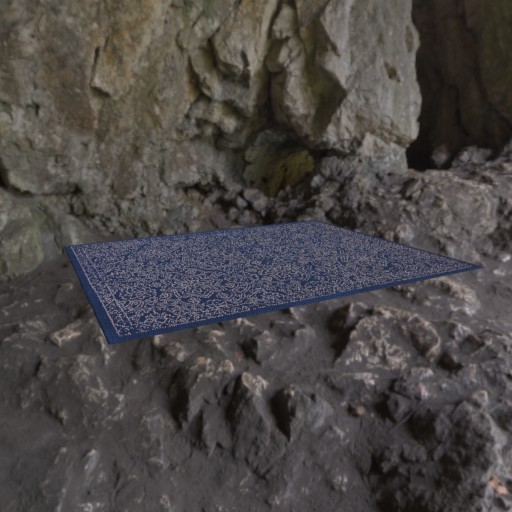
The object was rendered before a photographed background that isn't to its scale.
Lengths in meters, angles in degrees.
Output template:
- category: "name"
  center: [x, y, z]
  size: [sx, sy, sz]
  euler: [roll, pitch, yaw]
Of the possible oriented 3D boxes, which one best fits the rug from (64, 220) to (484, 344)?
- category: "rug"
  center: [0.000, 0.000, 4.066]
  size: [3.048, 0.010, 2.438]
  euler: [-8, 17, -27]
